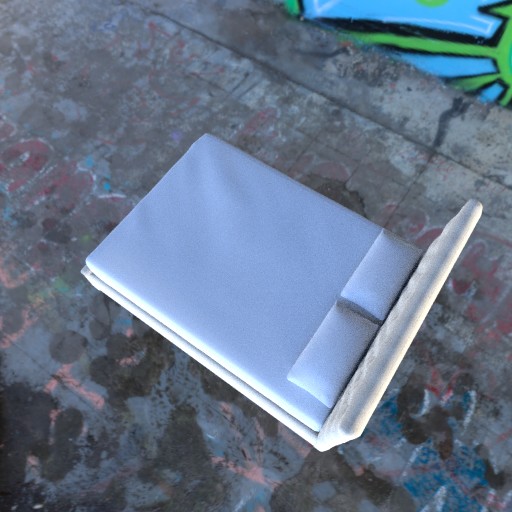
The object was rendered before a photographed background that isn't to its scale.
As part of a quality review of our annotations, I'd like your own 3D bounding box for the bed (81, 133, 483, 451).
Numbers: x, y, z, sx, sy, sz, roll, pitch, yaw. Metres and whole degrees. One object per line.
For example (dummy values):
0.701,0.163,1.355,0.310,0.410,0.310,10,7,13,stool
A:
0.000,0.000,3.414,2.387,1.427,1.698,32,68,14,bed
